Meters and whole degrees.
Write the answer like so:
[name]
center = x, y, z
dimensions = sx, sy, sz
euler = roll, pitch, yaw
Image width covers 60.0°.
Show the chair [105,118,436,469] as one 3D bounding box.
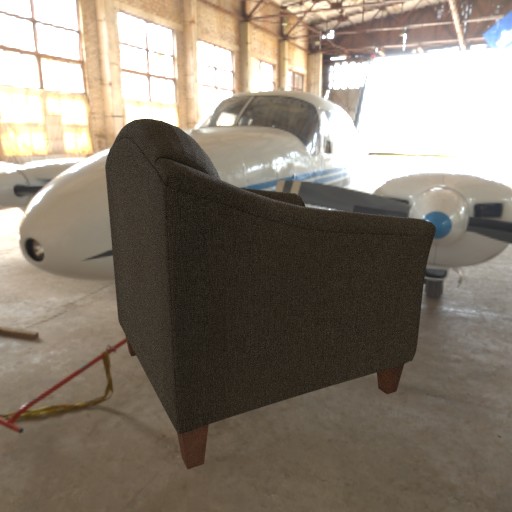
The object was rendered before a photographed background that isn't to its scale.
[chair]
center = 0.000, 0.000, 1.435
dimensions = 0.787, 0.839, 0.763
euler = -7, 17, -26
